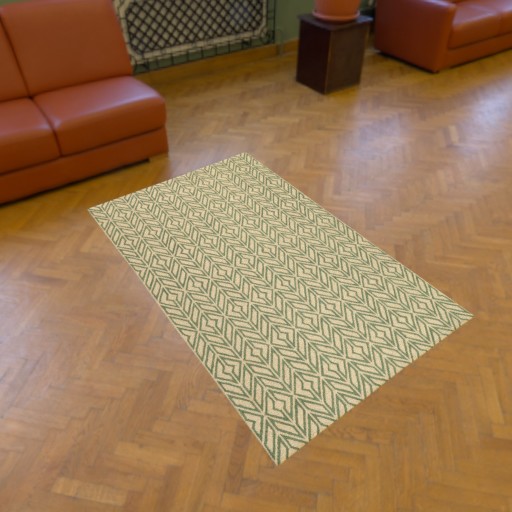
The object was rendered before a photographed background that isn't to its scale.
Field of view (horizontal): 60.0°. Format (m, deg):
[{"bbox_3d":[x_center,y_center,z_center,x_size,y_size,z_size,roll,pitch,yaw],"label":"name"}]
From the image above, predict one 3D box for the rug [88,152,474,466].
[{"bbox_3d":[0.000,0.000,3.093,1.517,0.011,2.435,-26,49,-26],"label":"rug"}]
